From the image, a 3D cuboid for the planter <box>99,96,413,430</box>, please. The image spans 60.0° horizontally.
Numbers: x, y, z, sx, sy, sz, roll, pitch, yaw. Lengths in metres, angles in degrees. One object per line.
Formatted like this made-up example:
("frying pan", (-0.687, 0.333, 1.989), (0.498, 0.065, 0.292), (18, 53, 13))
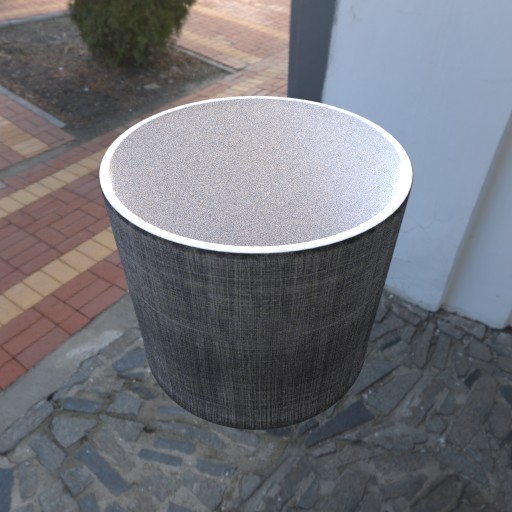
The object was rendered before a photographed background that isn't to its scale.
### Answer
("planter", (0.000, 0.000, 0.311), (0.178, 0.157, 0.178), (0, 41, 0))
